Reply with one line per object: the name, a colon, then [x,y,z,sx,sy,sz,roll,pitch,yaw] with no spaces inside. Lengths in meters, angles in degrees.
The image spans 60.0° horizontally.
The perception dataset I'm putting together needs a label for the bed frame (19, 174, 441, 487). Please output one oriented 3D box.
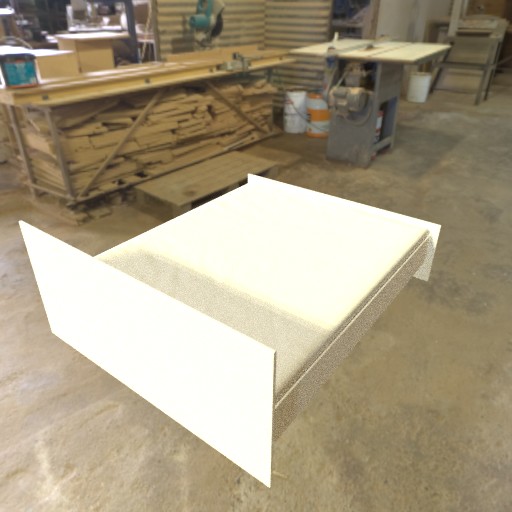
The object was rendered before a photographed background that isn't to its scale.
bed frame: [0.000,0.000,2.904,1.720,0.800,2.060,21,37,31]
